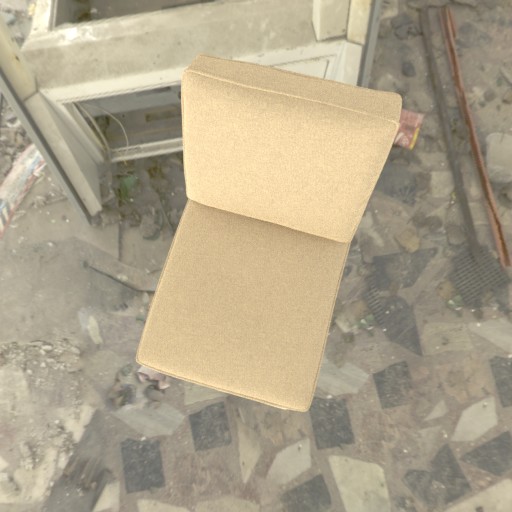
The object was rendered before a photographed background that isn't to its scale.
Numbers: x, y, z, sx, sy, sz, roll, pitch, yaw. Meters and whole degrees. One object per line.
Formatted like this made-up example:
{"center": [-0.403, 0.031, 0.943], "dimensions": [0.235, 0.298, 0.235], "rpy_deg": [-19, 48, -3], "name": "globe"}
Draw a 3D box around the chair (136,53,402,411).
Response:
{"center": [0.000, 0.000, 1.549], "dimensions": [0.621, 0.970, 0.938], "rpy_deg": [15, 75, 4], "name": "chair"}
